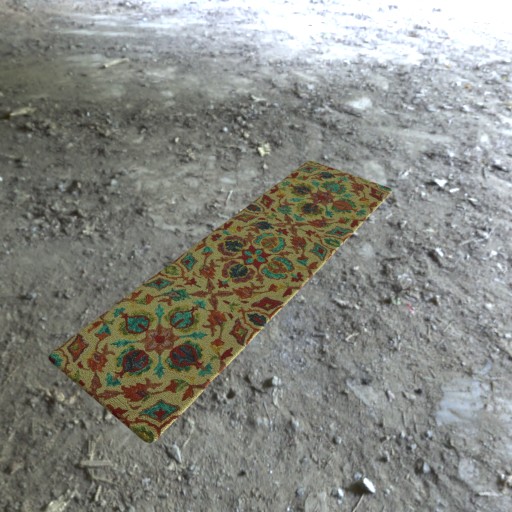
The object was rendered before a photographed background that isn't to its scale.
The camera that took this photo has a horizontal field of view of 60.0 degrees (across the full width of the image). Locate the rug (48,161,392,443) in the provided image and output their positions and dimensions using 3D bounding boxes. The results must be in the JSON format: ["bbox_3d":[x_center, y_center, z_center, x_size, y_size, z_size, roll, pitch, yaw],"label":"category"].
[{"bbox_3d":[0.000,0.000,2.546,0.693,0.016,2.273,26,47,27],"label":"rug"}]
